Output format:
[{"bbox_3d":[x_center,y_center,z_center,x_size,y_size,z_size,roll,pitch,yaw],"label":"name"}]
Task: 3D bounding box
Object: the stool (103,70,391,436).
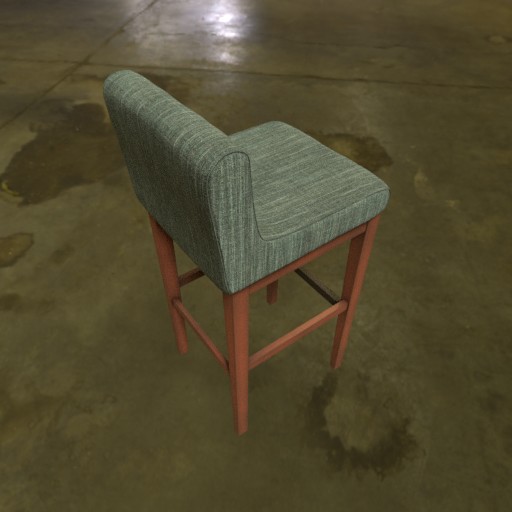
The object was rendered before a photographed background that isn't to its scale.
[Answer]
[{"bbox_3d":[0.000,0.000,1.200,0.499,0.965,0.426,-26,49,-26],"label":"stool"}]
